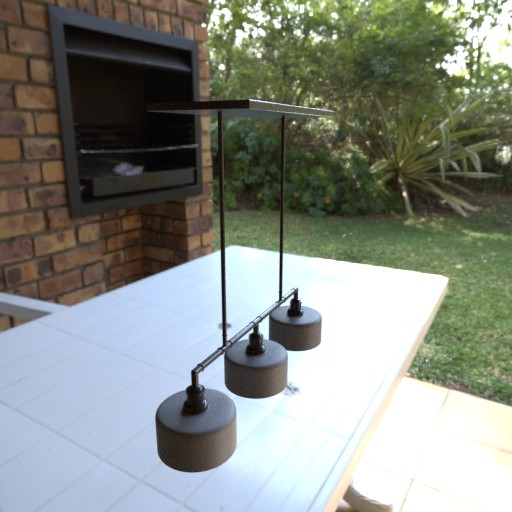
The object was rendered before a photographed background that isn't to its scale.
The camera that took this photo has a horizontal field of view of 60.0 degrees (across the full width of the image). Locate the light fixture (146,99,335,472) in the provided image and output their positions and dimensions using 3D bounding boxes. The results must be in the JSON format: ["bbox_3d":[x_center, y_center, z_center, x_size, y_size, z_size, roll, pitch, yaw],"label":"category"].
[{"bbox_3d":[0.000,0.000,0.878,0.177,0.557,0.582,8,17,26],"label":"light fixture"}]
